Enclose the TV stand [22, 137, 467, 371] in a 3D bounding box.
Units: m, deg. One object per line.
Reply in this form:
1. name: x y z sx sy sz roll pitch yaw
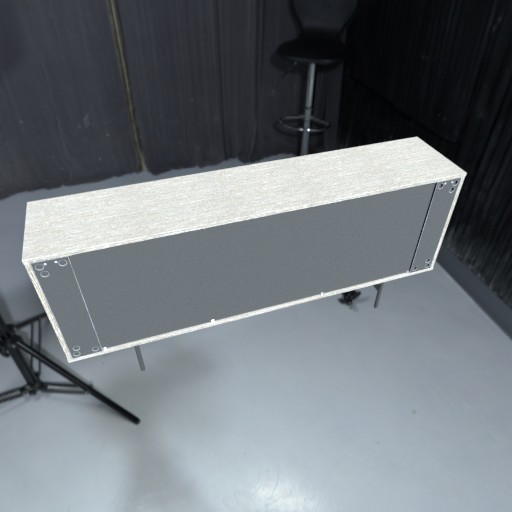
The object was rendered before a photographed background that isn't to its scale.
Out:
1. TV stand: 0.000 0.000 2.114 1.804 0.787 0.405 -12 42 -14
